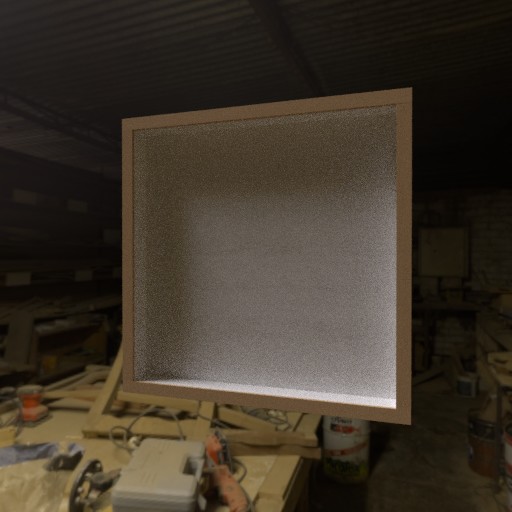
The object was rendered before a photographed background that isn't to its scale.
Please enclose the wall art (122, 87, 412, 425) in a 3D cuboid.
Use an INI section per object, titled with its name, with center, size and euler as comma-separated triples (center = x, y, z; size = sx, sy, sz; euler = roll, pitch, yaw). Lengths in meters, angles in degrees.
[wall art]
center = 0.000, 0.000, 0.612
size = 0.405, 0.405, 0.038
euler = 0, 1, 18
